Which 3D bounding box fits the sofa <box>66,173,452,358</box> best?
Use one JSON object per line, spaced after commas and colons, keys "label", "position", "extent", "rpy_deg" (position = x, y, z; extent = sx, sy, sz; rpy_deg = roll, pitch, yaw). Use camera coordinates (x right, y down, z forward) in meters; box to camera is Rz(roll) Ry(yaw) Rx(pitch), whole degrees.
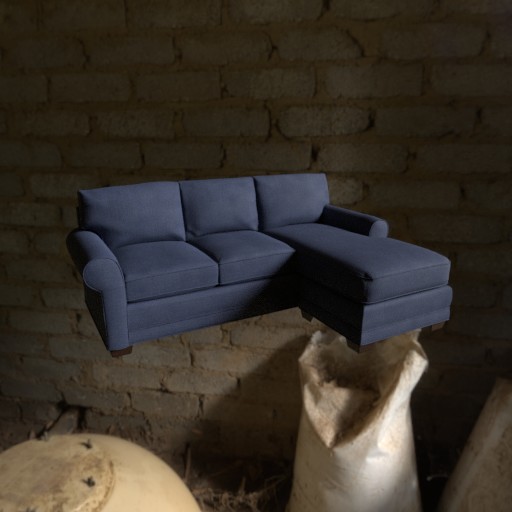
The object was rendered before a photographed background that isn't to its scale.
{"label": "sofa", "position": [0.000, 0.000, 3.440], "extent": [2.567, 1.063, 1.780], "rpy_deg": [-9, 19, -27]}
